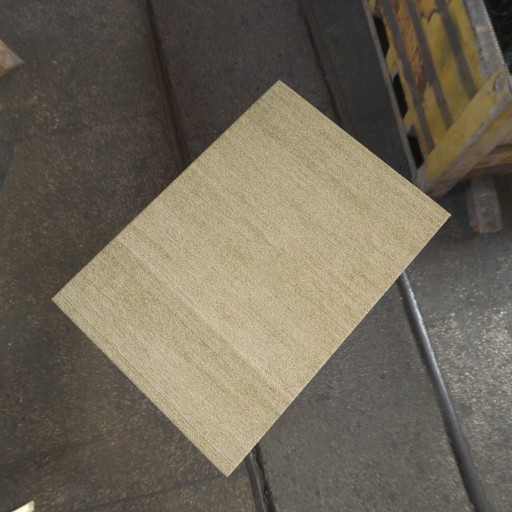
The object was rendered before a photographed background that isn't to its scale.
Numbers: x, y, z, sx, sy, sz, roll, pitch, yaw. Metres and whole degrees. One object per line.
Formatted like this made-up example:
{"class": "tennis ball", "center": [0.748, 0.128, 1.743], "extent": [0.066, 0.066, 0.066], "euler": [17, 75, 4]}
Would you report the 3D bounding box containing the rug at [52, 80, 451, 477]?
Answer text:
{"class": "rug", "center": [0.000, 0.000, 5.220], "extent": [2.782, 0.025, 3.935], "euler": [42, 79, 10]}
